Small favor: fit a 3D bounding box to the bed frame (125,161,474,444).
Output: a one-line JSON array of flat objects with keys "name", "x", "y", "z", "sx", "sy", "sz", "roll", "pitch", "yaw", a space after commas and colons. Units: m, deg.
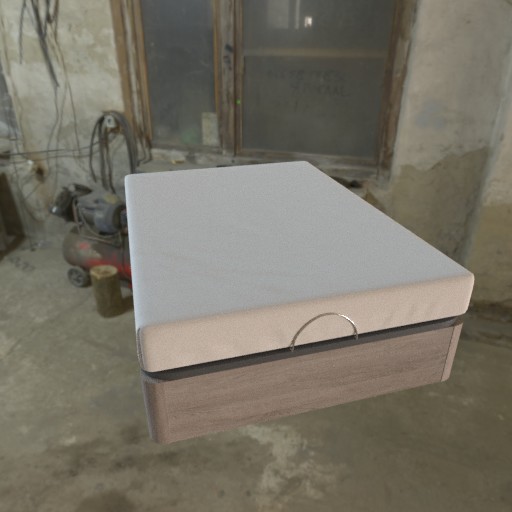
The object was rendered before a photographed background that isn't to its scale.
[{"name": "bed frame", "x": 0.000, "y": 0.000, "z": 2.581, "sx": 1.400, "sy": 0.561, "sz": 1.900, "roll": -7, "pitch": 28, "yaw": -14}]
